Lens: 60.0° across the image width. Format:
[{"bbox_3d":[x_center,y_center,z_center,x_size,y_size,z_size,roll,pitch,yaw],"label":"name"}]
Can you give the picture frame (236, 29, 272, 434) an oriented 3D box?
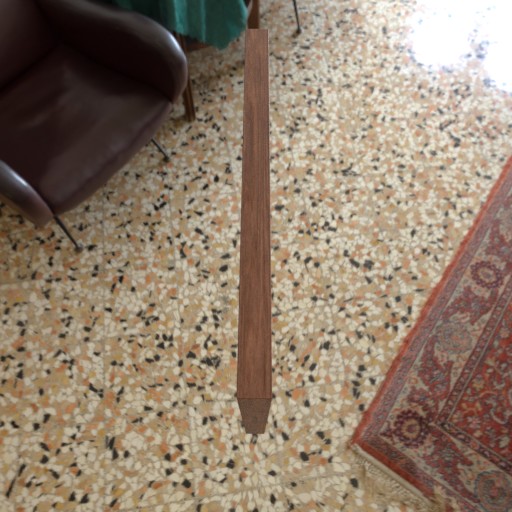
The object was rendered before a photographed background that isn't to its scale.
[{"bbox_3d":[0.000,0.000,0.541,0.025,0.330,0.381,0,64,0],"label":"picture frame"}]
